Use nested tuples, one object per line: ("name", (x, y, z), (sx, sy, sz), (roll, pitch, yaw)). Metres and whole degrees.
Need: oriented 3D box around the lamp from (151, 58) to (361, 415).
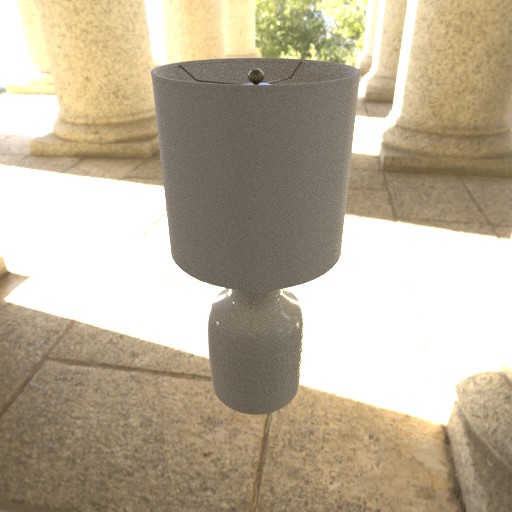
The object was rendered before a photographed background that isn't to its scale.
("lamp", (0.000, 0.000, 0.500), (0.188, 0.392, 0.188), (-10, 31, -17))
